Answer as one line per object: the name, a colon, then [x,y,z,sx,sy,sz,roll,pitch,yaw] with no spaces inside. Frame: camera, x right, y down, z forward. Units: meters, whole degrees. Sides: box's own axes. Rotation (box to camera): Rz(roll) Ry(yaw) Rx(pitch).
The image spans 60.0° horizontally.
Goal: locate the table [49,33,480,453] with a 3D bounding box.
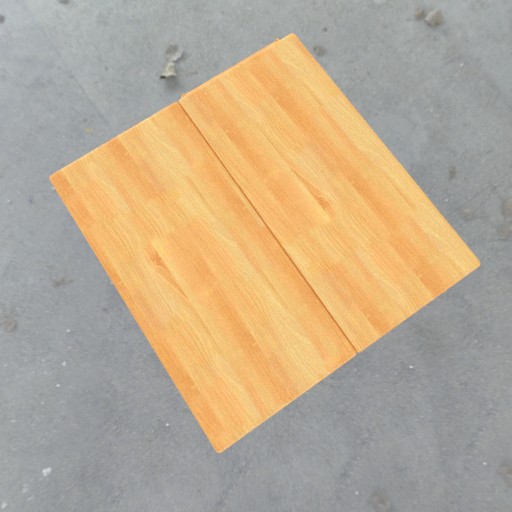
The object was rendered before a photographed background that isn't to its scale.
table: [0.000,0.000,1.401,0.693,0.832,0.752,-33,79,-7]
